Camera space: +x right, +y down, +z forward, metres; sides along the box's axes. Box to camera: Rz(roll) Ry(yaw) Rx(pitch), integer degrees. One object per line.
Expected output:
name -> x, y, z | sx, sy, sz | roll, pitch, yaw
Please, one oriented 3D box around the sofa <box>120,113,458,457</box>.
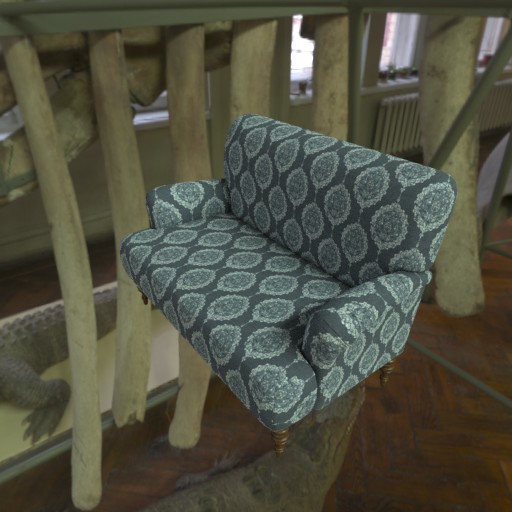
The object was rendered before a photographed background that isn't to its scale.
sofa -> 0.000, 0.000, 1.829 | 0.779, 0.867, 1.297 | -20, 36, -31
